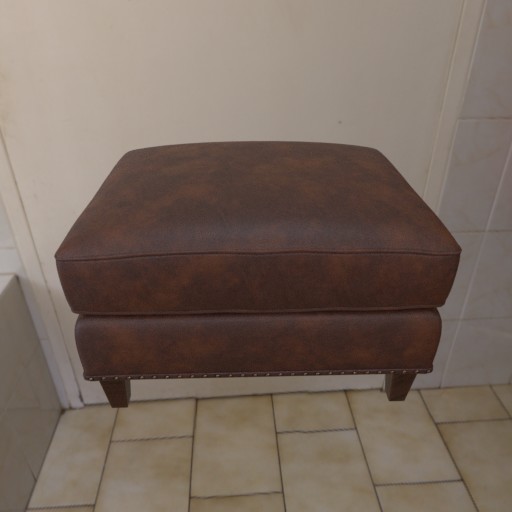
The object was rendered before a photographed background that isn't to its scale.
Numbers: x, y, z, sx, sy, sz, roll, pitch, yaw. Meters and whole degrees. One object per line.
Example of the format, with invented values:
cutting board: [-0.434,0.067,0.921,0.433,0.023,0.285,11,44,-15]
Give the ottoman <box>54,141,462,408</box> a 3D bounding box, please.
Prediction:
ottoman: [0.000,0.000,1.109,0.742,0.486,0.586,-1,31,-1]
